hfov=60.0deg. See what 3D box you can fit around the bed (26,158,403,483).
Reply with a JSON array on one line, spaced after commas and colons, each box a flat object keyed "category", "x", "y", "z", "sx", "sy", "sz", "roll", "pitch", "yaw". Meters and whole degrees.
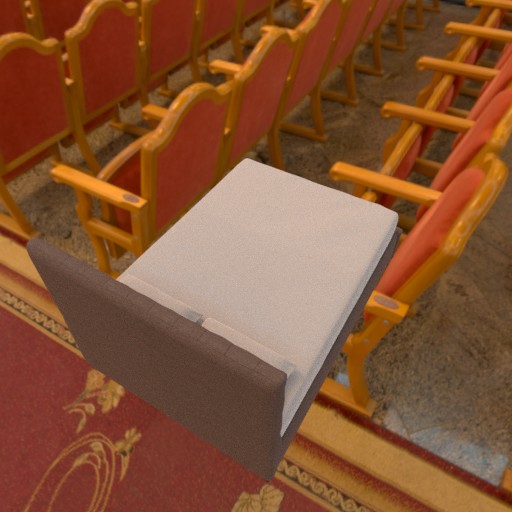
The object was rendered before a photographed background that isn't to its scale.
[{"category": "bed", "x": 0.000, "y": 0.000, "z": 3.421, "sx": 1.698, "sy": 1.427, "sz": 2.387, "roll": 24, "pitch": 52, "yaw": 21}]
